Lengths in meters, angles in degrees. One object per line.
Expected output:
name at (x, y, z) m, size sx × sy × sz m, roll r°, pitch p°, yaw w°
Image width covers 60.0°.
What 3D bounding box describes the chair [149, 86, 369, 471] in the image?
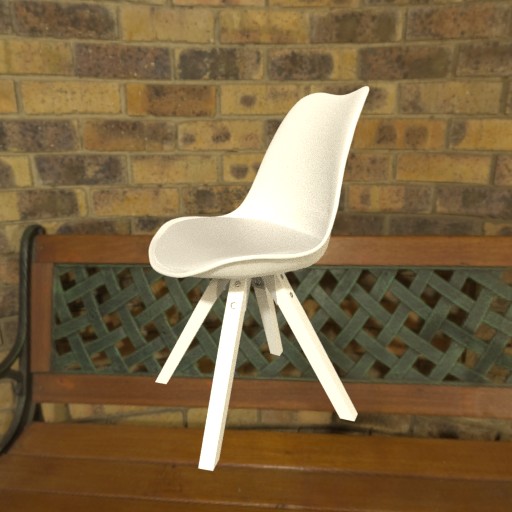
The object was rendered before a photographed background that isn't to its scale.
chair at (0.000, 0.000, 1.181) m, size 0.550 × 0.850 × 0.485 m, roll -8°, pitch 17°, yaw -25°
